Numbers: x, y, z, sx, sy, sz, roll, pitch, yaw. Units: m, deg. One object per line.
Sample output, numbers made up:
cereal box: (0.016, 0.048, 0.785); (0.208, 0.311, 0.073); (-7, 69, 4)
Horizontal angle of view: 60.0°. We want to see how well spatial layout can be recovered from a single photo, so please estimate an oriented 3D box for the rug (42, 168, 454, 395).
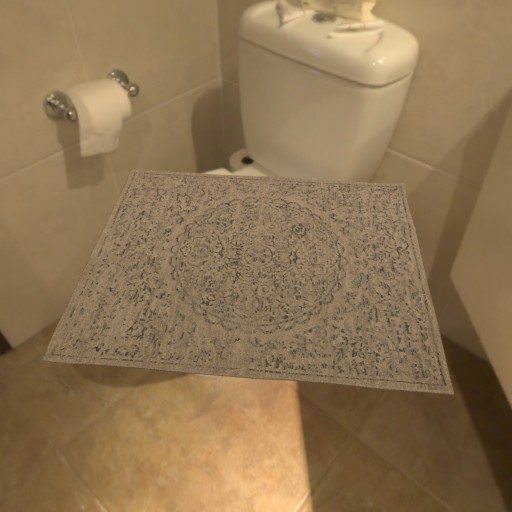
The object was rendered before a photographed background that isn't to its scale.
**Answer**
rug: (0.000, 0.000, 3.906); (2.925, 0.026, 2.343); (4, 47, 3)
